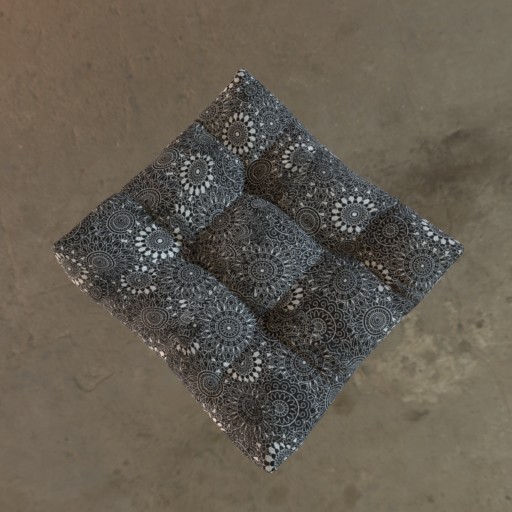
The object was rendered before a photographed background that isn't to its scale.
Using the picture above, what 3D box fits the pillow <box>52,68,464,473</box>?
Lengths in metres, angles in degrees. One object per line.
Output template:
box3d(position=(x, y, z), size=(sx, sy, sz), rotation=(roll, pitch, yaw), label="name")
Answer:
box3d(position=(0.000, 0.000, 0.730), size=(0.490, 0.128, 0.468), rotation=(42, 79, 10), label="pillow")
